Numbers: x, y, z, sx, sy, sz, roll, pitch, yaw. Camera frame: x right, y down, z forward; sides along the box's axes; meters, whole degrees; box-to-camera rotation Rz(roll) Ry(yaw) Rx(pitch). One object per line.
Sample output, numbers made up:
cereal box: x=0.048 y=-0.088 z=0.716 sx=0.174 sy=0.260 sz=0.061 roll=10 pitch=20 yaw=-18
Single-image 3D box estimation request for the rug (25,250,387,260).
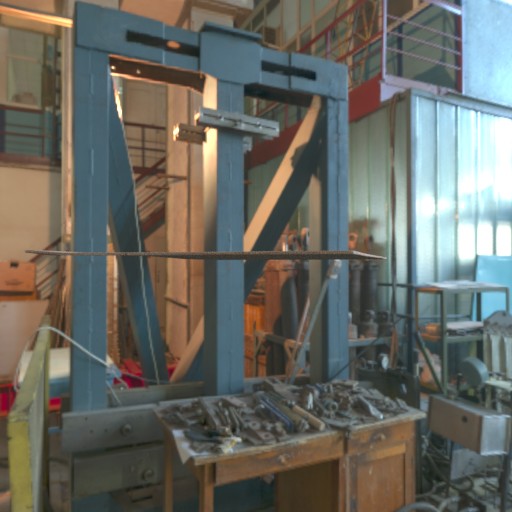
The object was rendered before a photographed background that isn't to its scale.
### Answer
rug: x=0.000 y=0.000 z=2.323 sx=1.230 sy=0.025 sz=1.837 roll=0 pitch=-1 yaw=19
